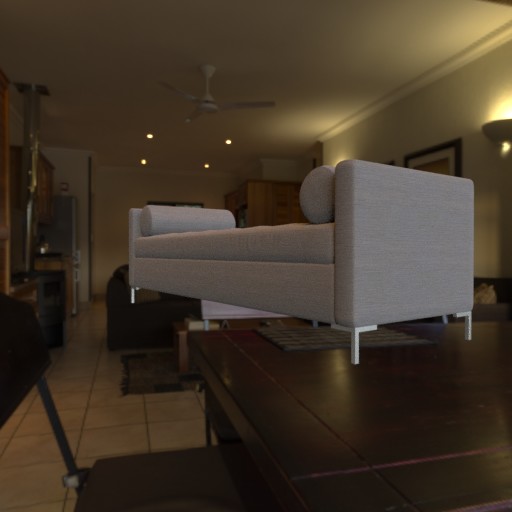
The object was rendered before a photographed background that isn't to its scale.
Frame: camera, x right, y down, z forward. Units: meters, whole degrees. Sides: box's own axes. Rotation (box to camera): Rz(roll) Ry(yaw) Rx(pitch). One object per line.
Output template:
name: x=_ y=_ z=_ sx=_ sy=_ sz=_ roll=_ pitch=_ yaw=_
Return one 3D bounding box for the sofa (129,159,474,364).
sofa: x=0.000 y=0.000 z=2.330 sx=0.686 sy=0.635 sz=1.981 roll=0 pitch=1 yaw=-35
